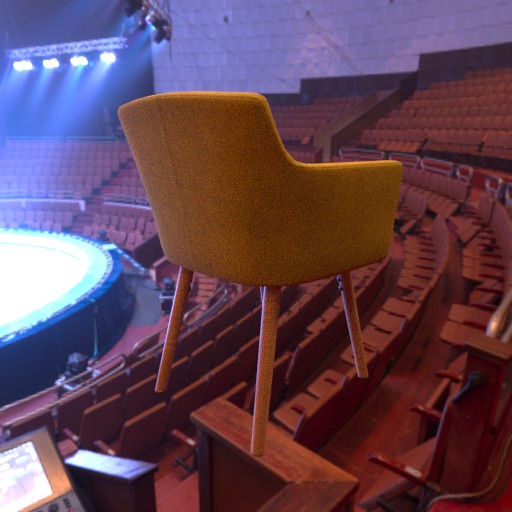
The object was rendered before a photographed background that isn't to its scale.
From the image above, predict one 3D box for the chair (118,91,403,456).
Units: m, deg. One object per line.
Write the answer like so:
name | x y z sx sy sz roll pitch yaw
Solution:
chair | 0.000 0.000 1.173 0.570 0.780 0.570 14 20 42
